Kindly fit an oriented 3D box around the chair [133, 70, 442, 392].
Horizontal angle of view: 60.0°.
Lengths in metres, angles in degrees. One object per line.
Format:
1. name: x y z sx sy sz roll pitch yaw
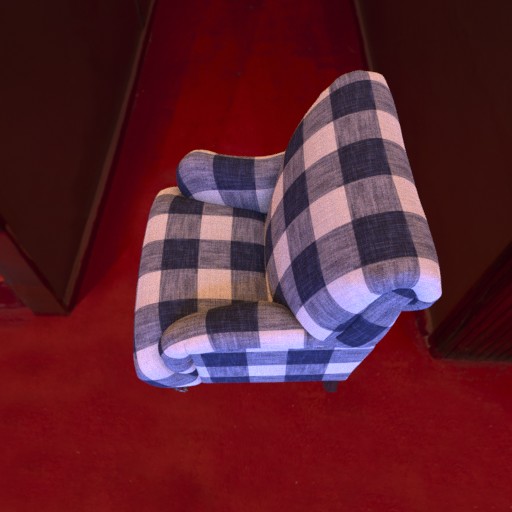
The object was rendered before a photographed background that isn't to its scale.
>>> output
1. chair: 0.000 0.000 1.528 0.848 0.953 0.781 -1 58 -1
